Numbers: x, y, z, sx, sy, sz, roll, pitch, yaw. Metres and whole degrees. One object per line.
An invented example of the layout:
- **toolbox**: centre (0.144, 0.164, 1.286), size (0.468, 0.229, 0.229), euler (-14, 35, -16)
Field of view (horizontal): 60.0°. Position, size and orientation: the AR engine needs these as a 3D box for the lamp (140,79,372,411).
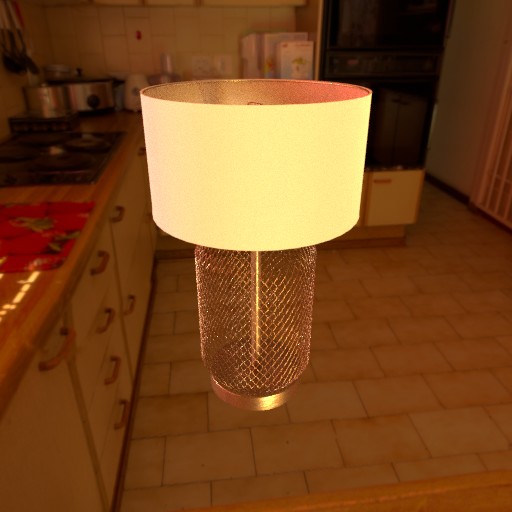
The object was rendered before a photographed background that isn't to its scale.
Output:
- **lamp**: centre (0.000, 0.000, 0.817), size (0.353, 0.578, 0.353), euler (0, 27, 0)
